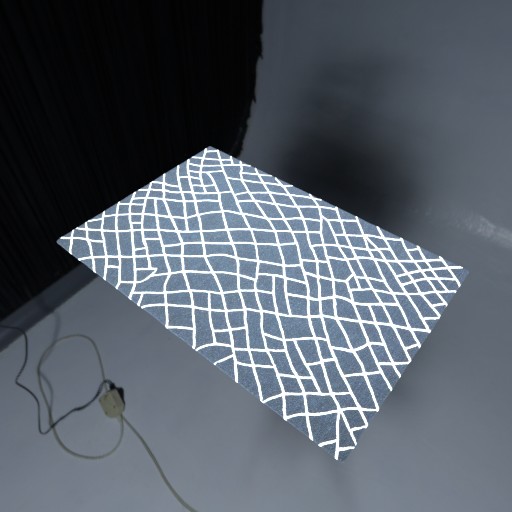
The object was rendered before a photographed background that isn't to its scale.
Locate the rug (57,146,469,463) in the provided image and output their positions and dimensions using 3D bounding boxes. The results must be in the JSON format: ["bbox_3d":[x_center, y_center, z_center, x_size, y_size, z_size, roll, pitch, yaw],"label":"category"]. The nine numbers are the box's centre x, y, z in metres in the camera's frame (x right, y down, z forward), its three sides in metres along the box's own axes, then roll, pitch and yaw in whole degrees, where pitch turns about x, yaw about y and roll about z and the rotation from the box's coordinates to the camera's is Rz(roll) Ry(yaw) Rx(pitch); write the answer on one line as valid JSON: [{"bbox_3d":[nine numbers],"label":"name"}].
[{"bbox_3d":[0.000,0.000,2.343,1.830,0.013,1.223,31,54,26],"label":"rug"}]
